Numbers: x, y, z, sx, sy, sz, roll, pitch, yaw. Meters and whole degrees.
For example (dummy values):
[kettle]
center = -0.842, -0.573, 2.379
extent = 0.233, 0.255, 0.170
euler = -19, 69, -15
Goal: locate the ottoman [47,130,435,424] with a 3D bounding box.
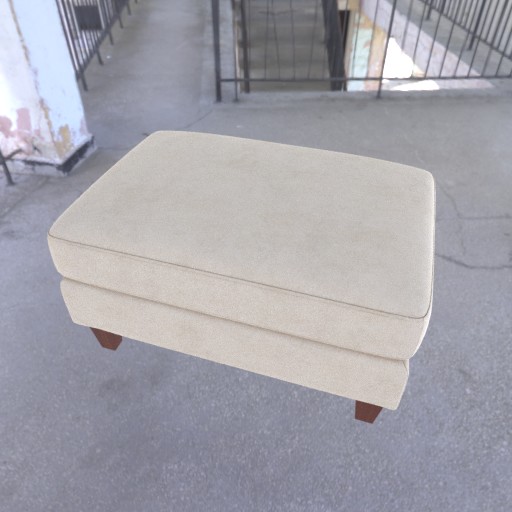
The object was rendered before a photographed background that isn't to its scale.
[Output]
[ottoman]
center = 0.000, 0.000, 1.215
extent = 0.864, 0.483, 0.584
euler = 12, 42, 13
